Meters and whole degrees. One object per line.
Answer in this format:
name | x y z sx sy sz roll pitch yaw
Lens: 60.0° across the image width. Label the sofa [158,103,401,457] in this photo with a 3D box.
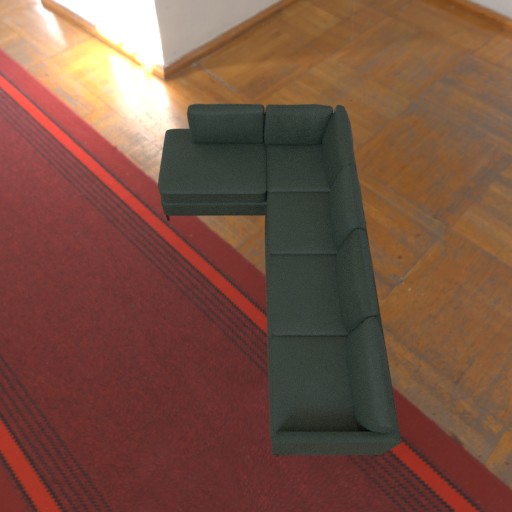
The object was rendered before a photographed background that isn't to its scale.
sofa | 0.000 0.000 4.203 2.048 0.996 3.384 0 59 0
